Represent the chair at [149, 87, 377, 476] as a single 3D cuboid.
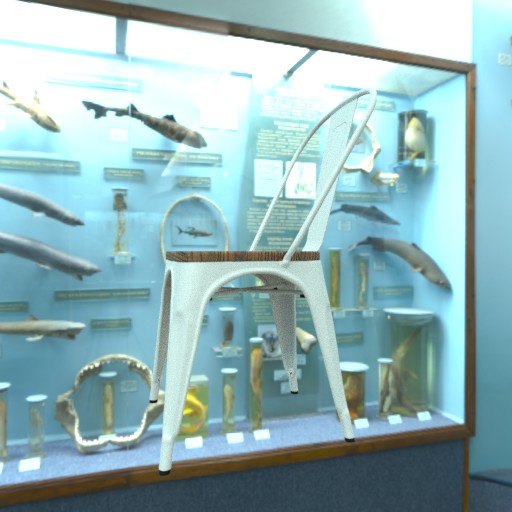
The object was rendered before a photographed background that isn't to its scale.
[{"bbox_3d":[0.000,0.000,1.145,0.521,0.851,0.452,0,1,-16],"label":"chair"}]
